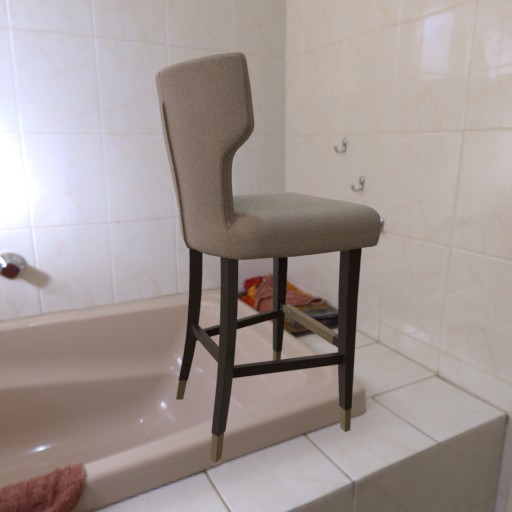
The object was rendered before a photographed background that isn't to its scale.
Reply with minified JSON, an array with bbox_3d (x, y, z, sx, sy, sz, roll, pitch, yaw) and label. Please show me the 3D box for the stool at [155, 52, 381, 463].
[{"bbox_3d":[0.000,0.000,1.406,0.563,1.092,0.526,-7,15,-25],"label":"stool"}]
